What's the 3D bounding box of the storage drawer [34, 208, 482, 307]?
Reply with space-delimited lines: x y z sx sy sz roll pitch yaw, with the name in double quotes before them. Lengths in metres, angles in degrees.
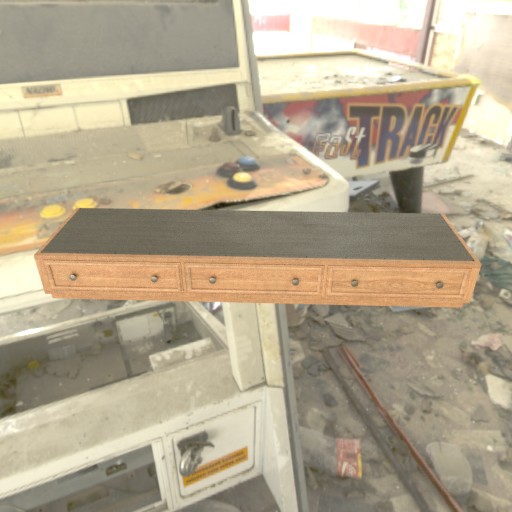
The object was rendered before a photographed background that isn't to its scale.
"storage drawer" 0.000 0.000 2.291 2.032 0.264 0.538 1 31 2
